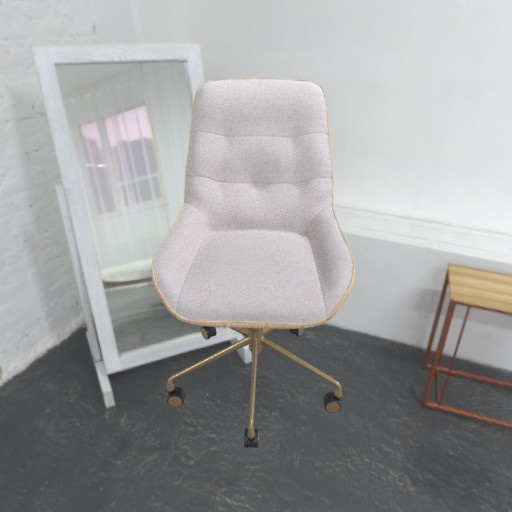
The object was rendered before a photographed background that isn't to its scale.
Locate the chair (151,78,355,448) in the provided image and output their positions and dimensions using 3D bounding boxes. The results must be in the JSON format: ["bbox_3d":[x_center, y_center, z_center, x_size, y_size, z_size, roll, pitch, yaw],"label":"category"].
[{"bbox_3d":[0.000,0.000,1.367,0.564,0.952,0.668,1,29,2],"label":"chair"}]
